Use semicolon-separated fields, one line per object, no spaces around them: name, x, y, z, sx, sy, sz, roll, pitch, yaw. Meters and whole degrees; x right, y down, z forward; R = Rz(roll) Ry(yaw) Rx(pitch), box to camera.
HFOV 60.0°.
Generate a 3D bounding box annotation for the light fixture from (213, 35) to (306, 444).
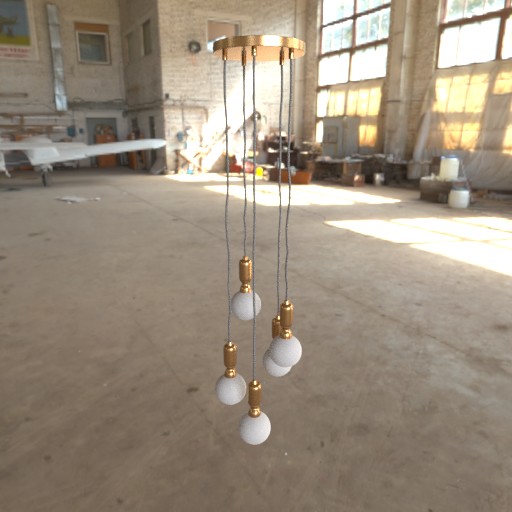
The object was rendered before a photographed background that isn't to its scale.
light fixture;0.000;0.000;0.523;0.105;0.457;0.108;-3;16;-9
